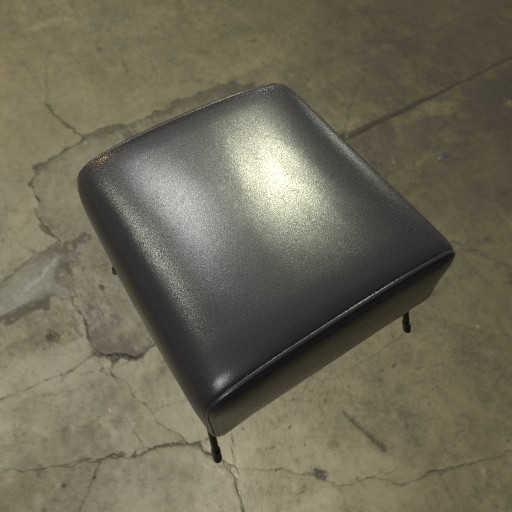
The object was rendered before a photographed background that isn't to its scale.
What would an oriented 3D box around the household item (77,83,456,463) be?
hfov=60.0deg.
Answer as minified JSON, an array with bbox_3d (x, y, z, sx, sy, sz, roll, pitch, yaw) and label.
[{"bbox_3d":[0.000,0.000,0.902,0.530,0.410,0.530,-29,63,-16],"label":"household item"}]
